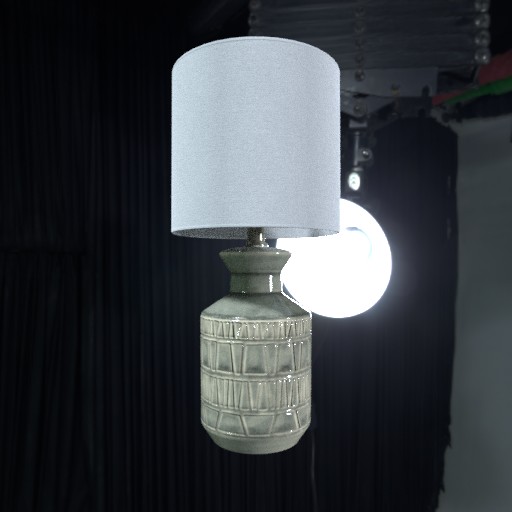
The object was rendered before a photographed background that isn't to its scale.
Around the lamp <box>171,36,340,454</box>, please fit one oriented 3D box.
[{"bbox_3d":[0.000,0.000,0.563,0.211,0.455,0.211,1,-2,-35],"label":"lamp"}]
